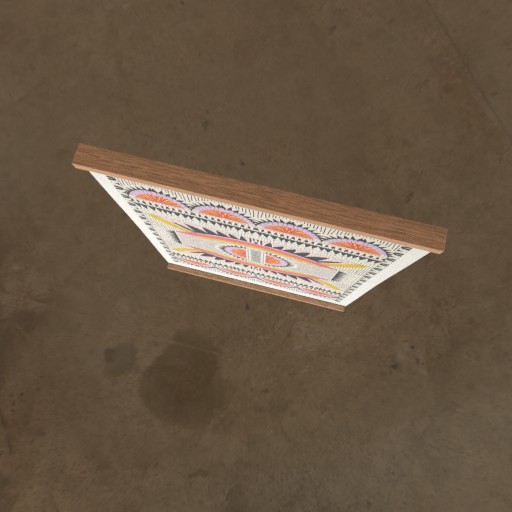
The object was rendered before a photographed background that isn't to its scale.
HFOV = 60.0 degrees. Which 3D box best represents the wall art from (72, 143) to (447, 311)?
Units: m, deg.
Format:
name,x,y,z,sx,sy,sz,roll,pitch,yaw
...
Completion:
name,x,y,z,sx,sy,sz,roll,pitch,yaw
wall art,0.000,0.000,0.822,0.456,0.609,0.028,14,77,3
